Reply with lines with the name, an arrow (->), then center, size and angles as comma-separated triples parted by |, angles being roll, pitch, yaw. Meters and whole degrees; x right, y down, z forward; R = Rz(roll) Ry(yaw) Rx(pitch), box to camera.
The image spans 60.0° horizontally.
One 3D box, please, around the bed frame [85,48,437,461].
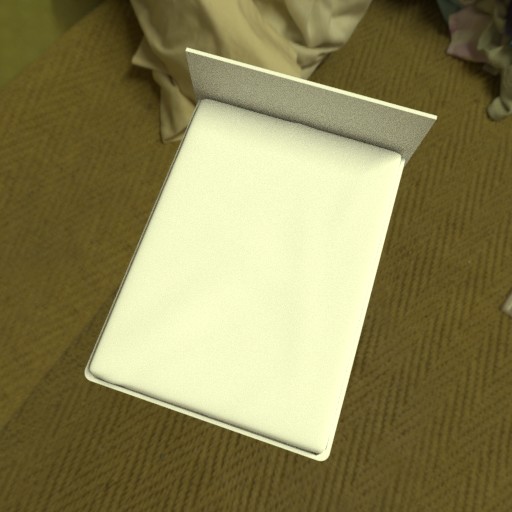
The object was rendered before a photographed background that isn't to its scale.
bed frame -> 0.000, 0.000, 2.660 | 1.490, 0.800, 1.950 | 17, 74, 5
